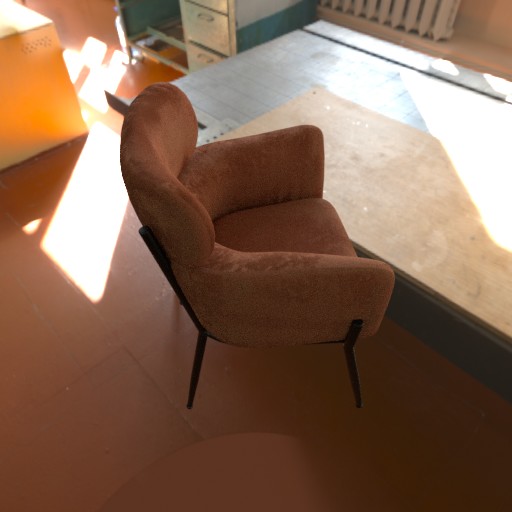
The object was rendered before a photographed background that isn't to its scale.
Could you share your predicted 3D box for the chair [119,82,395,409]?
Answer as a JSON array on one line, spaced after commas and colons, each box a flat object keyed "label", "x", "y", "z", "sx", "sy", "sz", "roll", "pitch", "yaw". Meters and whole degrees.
[{"label": "chair", "x": 0.000, "y": 0.000, "z": 1.110, "sx": 0.523, "sy": 0.772, "sz": 0.561, "roll": -7, "pitch": 47, "yaw": -7}]
